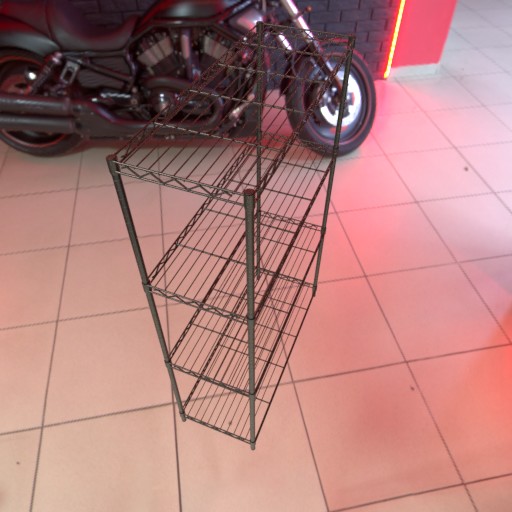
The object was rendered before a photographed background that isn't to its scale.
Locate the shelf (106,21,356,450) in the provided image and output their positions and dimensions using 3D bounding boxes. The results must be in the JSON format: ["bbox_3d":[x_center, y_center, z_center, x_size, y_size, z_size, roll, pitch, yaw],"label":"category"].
[{"bbox_3d":[0.000,0.000,1.700,0.352,1.361,0.907,16,49,15],"label":"shelf"}]
